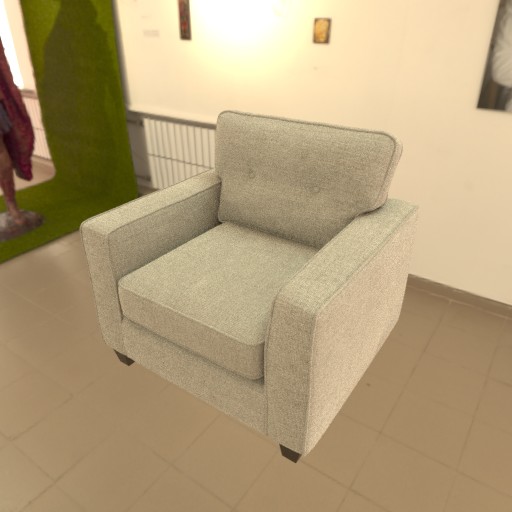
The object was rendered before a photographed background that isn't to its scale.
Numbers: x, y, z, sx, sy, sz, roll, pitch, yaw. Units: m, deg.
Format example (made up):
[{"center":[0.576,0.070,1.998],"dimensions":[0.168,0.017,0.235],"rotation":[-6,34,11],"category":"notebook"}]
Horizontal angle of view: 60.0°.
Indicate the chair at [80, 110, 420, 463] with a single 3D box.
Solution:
[{"center":[0.000,0.000,1.783],"dimensions":[1.015,0.965,0.939],"rotation":[18,34,30],"category":"chair"}]
